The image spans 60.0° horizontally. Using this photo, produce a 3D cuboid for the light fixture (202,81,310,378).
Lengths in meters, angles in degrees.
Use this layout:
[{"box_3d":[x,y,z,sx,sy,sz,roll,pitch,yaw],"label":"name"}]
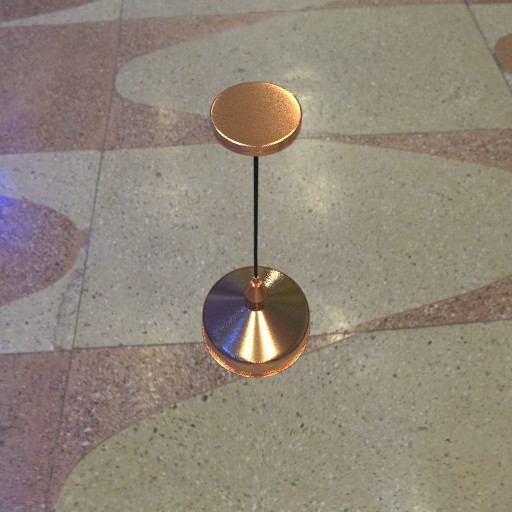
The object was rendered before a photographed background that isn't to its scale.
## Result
[{"box_3d":[0.000,0.000,0.913,0.301,0.754,0.301,-1,60,0],"label":"light fixture"}]
